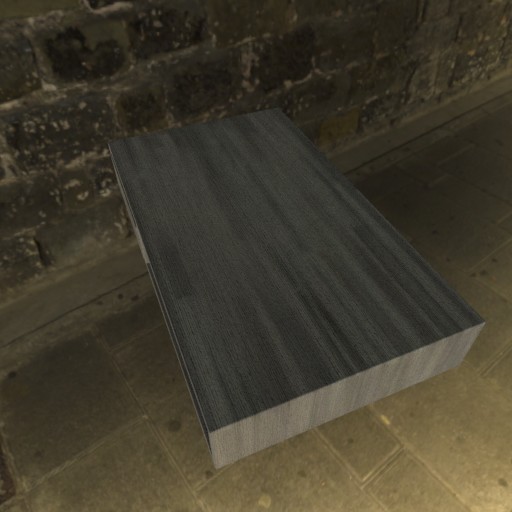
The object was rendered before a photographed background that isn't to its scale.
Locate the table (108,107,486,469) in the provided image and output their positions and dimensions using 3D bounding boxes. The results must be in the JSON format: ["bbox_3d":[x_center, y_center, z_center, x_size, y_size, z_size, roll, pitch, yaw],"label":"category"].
[{"bbox_3d":[0.000,0.000,1.363,0.643,0.347,1.088,-17,47,-16],"label":"table"}]
